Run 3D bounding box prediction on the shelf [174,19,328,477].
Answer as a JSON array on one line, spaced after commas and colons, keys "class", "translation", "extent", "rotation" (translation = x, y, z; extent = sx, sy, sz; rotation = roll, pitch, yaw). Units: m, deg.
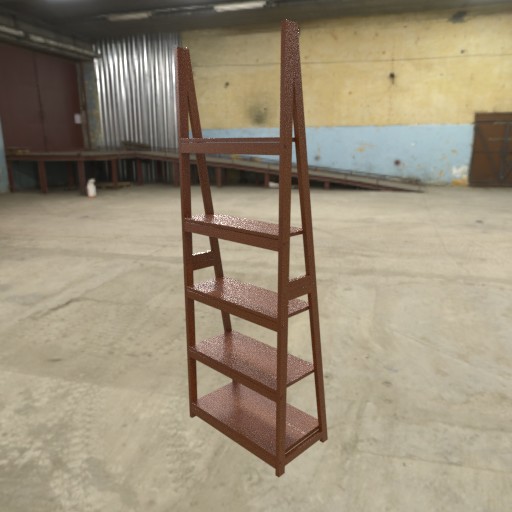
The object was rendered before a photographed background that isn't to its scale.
[{"class": "shelf", "translation": [0.000, 0.000, 2.011], "extent": [0.630, 1.780, 0.356], "rotation": [14, 20, 43]}]
